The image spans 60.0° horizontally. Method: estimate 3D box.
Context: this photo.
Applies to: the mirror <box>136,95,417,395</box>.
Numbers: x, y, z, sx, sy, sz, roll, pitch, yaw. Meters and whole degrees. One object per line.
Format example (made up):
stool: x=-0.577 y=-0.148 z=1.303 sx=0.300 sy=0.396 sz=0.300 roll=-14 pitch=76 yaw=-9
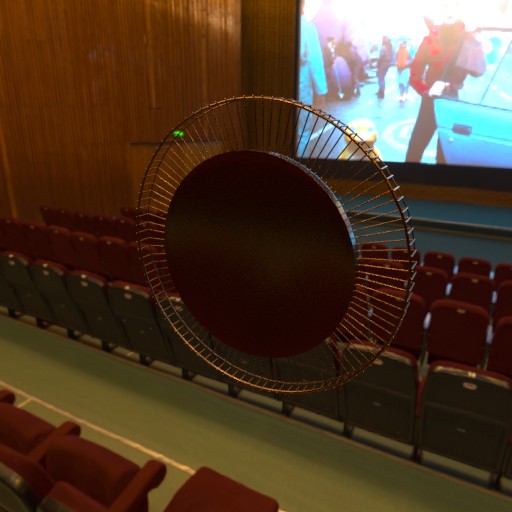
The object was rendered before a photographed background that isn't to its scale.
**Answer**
mirror: x=0.000 y=0.000 z=1.031 sx=0.703 sy=0.703 sz=0.067 roll=10 pitch=21 yaw=27
